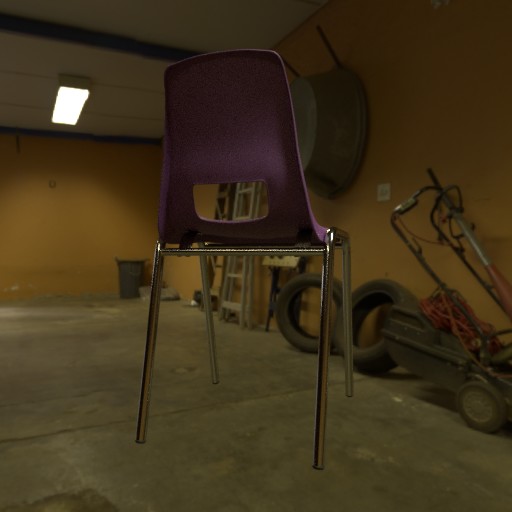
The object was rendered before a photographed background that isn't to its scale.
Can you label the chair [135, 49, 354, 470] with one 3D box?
[{"bbox_3d":[0.000,0.000,0.961,0.381,0.704,0.432,0,0,17],"label":"chair"}]
